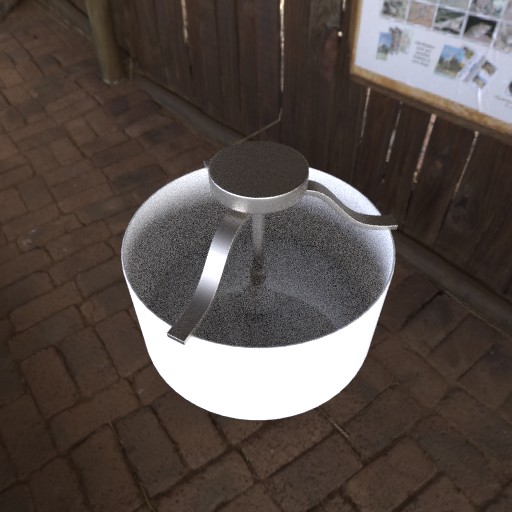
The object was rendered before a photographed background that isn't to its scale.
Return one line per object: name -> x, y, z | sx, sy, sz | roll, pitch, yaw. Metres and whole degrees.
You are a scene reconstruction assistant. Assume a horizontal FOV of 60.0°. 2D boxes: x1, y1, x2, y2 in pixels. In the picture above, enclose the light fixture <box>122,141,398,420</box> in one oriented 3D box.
light fixture -> 0.000, 0.000, 0.655 | 0.395, 0.304, 0.395 | 0, 45, 0
